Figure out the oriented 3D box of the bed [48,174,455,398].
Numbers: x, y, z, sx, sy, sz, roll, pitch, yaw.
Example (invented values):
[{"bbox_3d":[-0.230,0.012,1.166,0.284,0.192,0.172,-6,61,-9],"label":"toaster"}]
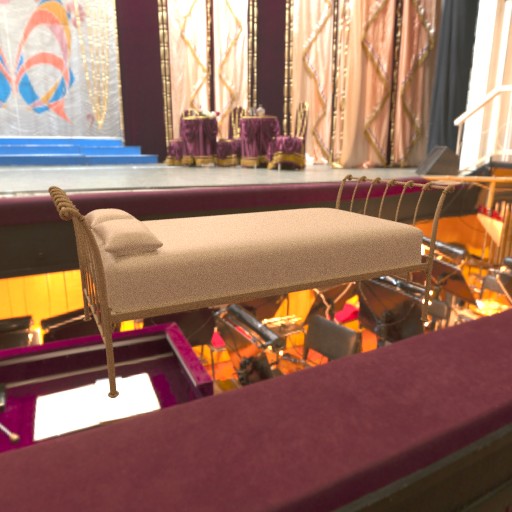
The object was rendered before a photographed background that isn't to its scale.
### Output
[{"bbox_3d":[0.000,0.000,2.757,2.228,0.873,1.032,-7,16,-26],"label":"bed"}]
